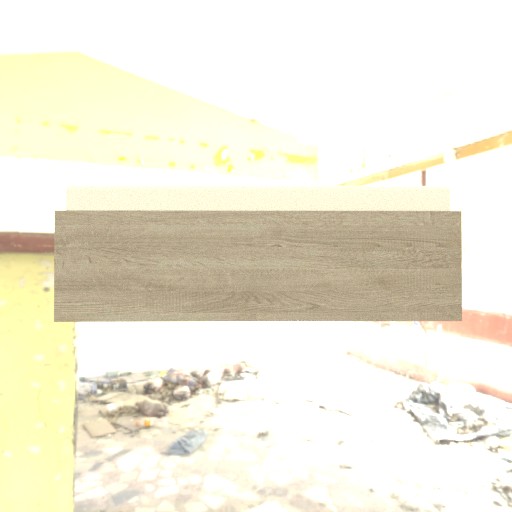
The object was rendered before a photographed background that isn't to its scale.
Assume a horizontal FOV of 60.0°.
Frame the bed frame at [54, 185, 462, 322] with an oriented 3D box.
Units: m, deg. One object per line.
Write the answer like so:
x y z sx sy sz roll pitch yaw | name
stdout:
0.000 0.000 2.546 1.448 0.490 1.944 0 -1 -1 | bed frame
